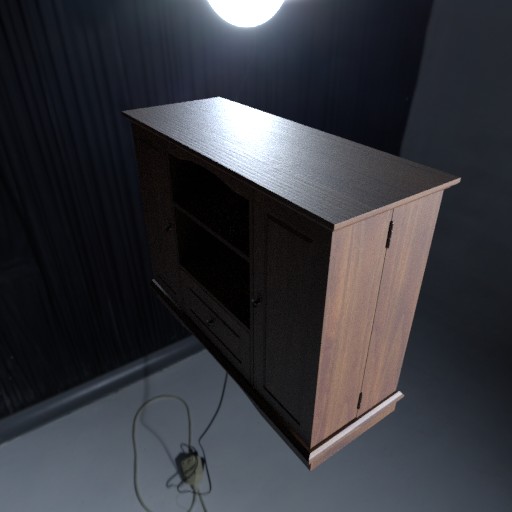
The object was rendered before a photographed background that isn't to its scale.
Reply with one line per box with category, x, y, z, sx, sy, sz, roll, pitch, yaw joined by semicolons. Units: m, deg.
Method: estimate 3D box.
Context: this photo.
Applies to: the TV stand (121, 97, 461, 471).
TV stand;0.000;0.000;1.510;0.406;0.813;1.067;-21;37;-30
